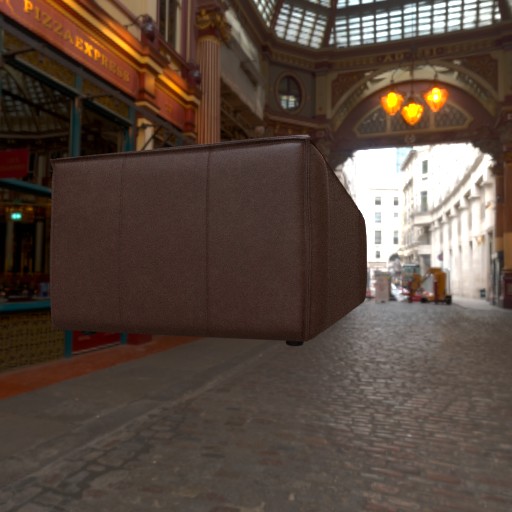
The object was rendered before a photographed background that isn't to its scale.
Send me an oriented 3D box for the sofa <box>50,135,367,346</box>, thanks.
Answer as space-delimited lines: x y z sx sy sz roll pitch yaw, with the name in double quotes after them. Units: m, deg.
0.000 0.000 2.522 1.102 0.703 2.088 -1 -2 18 "sofa"
